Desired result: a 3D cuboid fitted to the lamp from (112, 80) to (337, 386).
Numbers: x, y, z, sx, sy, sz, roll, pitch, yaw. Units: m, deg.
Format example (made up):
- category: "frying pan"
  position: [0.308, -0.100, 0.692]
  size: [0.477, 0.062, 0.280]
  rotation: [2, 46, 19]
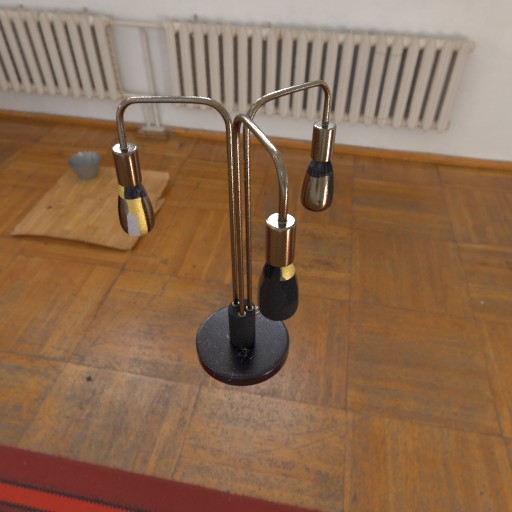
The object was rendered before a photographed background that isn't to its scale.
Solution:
- category: "lamp"
  position: [0.000, 0.000, 0.798]
  size: [0.368, 0.560, 0.355]
  rotation: [-24, 47, -25]
